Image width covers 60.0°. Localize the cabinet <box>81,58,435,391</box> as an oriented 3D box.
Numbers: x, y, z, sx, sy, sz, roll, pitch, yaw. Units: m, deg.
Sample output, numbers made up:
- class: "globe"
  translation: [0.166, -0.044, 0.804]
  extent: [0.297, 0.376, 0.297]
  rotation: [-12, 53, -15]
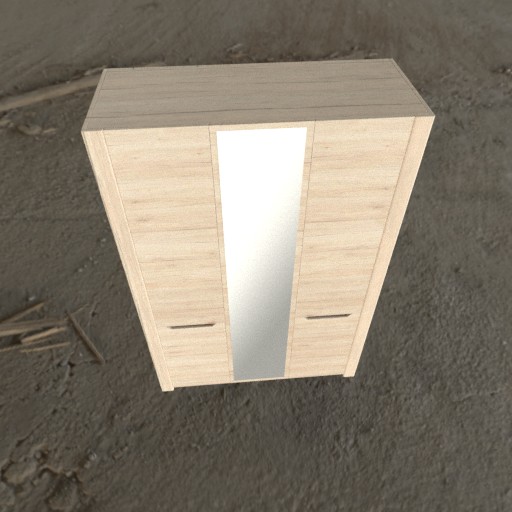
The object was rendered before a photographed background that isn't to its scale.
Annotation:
- class: "cabinet"
  translation: [0.000, 0.000, 2.679]
  extent: [1.400, 2.070, 0.580]
  rotation: [-4, 46, -3]
